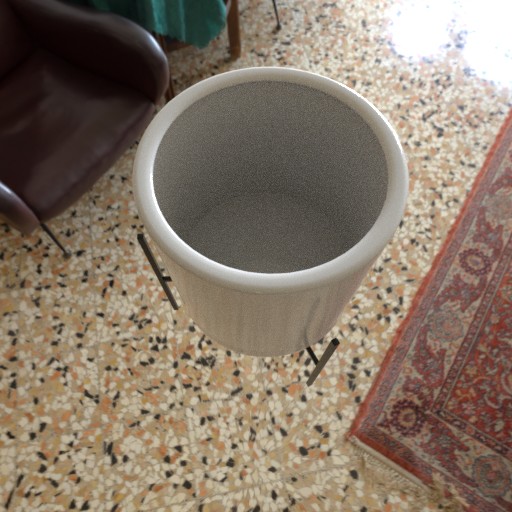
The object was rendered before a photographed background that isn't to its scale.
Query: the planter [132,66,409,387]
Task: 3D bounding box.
[{"bbox_3d":[0.000,0.000,0.641,0.308,0.431,0.307,-2,65,-1],"label":"planter"}]
